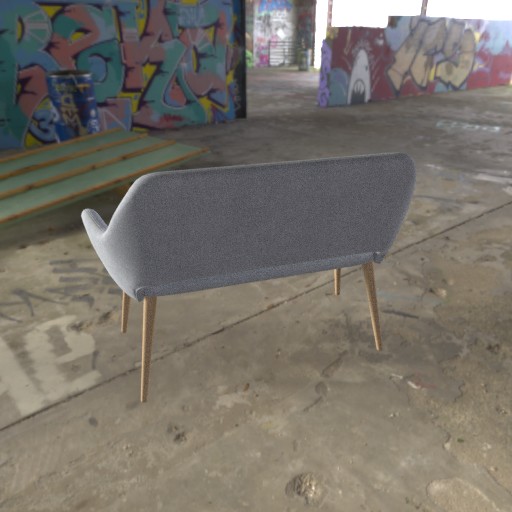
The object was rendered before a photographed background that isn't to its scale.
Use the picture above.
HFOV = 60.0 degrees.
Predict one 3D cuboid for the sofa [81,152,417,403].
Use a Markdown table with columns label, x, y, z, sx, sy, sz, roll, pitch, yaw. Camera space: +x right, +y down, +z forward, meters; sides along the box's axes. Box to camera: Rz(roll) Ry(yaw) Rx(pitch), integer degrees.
| label | x | y | z | sx | sy | sz | roll | pitch | yaw |
| --- | --- | --- | --- | --- | --- | --- | --- | --- | --- |
| sofa | 0.000 | 0.000 | 1.634 | 1.150 | 0.840 | 0.610 | -8 | 28 | -16 |
